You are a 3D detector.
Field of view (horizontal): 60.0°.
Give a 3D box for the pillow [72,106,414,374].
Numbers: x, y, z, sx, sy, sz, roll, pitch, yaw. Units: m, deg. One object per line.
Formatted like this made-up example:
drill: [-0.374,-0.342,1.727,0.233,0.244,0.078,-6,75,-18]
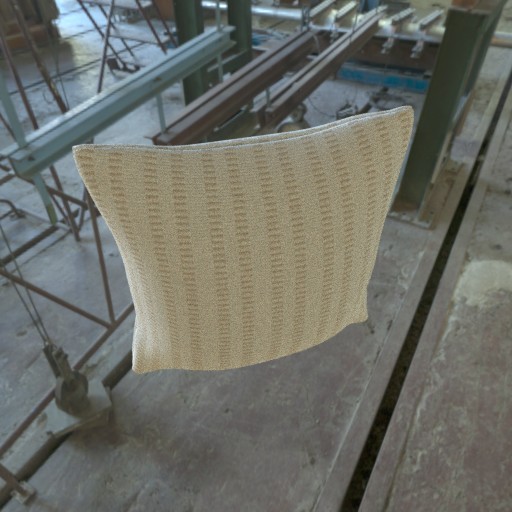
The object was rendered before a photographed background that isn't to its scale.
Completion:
pillow: [0.000,0.000,0.672,0.438,0.419,0.247,-11,42,-12]
